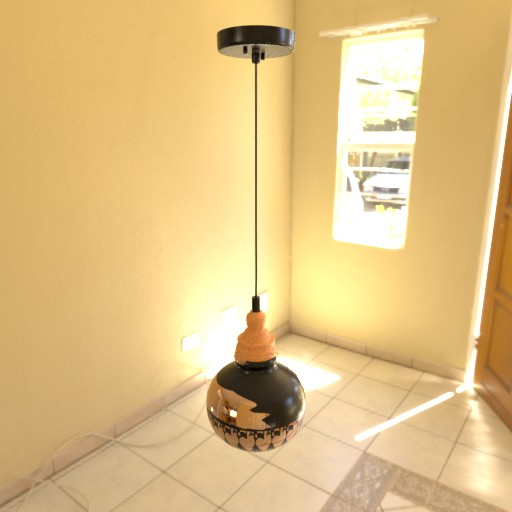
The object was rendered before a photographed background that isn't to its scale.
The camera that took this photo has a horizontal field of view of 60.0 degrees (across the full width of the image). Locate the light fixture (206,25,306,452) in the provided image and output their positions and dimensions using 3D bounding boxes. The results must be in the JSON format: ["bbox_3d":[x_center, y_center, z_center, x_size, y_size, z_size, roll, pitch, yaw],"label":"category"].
[{"bbox_3d":[0.000,0.000,1.760,0.430,1.606,0.430,7,16,26],"label":"light fixture"}]
